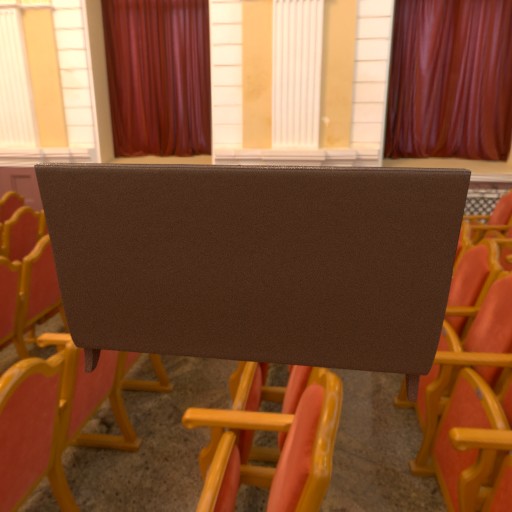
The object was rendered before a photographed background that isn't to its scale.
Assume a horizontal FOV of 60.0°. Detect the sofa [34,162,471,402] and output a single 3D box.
[{"bbox_3d":[0.000,0.000,1.976,1.468,0.859,0.853,3,16,9],"label":"sofa"}]
